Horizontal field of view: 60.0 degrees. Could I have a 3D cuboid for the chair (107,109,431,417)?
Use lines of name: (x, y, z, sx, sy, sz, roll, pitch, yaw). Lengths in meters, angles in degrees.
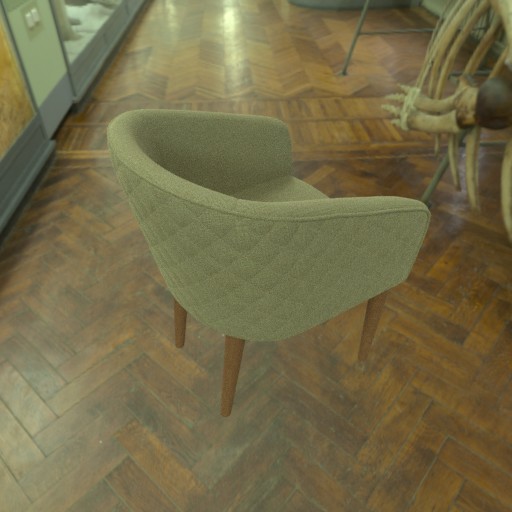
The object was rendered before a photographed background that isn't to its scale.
chair: (0.000, 0.000, 1.194, 0.616, 0.775, 0.584, -24, 46, -25)
